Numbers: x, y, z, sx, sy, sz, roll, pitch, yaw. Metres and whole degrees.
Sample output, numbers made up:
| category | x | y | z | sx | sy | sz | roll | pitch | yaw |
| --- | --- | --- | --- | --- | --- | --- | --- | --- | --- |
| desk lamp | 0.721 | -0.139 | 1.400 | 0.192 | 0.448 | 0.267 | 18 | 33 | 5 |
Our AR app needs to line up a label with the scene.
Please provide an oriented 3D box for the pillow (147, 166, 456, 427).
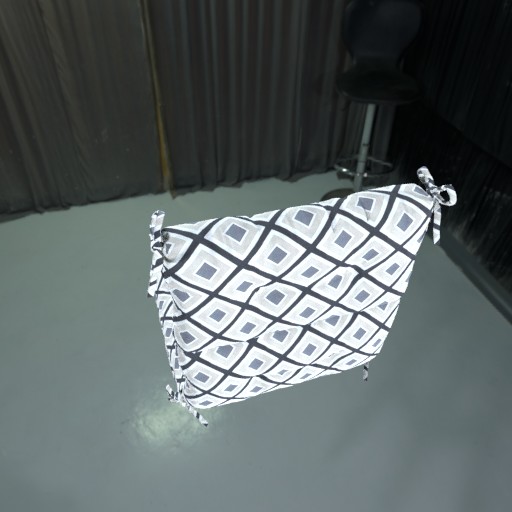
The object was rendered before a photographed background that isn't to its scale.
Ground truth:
| category | x | y | z | sx | sy | sz | roll | pitch | yaw |
| --- | --- | --- | --- | --- | --- | --- | --- | --- | --- |
| pillow | 0.000 | 0.000 | 1.015 | 0.519 | 0.605 | 0.571 | -12 | 42 | -13 |
